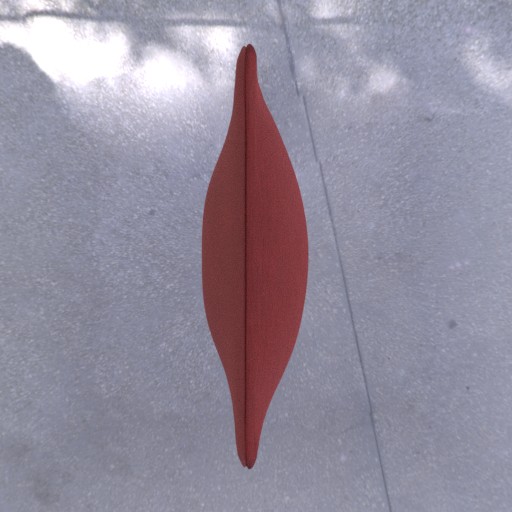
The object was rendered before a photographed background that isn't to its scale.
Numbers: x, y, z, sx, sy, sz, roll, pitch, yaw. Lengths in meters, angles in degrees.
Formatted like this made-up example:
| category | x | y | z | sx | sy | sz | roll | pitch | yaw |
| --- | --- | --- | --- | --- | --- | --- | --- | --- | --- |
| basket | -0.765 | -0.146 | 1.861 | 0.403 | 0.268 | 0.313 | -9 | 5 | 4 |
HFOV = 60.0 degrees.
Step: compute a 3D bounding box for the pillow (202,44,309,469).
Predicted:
| category | x | y | z | sx | sy | sz | roll | pitch | yaw |
| --- | --- | --- | --- | --- | --- | --- | --- | --- | --- |
| pillow | 0.000 | 0.000 | 0.651 | 0.151 | 0.416 | 0.435 | 0 | 90 | 1 |
